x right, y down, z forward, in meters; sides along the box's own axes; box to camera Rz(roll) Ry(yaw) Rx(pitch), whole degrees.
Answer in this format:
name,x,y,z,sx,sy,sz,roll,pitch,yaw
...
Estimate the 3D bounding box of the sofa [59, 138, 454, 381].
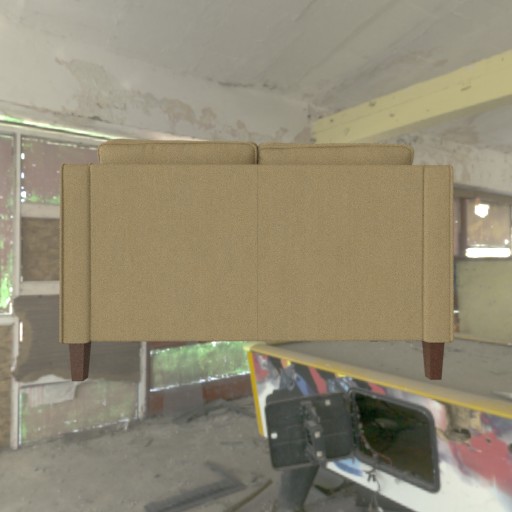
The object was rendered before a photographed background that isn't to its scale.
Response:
name,x,y,z,sx,sy,sz,roll,pitch,yaw
sofa,0.000,0.000,2.163,1.501,0.971,0.987,0,-1,-1
